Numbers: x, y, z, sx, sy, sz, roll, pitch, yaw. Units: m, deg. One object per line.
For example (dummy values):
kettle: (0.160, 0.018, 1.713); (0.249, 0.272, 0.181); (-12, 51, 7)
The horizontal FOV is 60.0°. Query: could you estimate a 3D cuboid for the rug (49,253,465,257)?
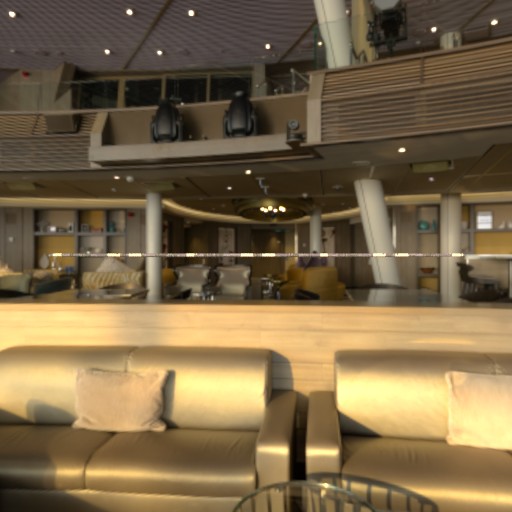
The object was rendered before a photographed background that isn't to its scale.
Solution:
rug: (0.000, 0.000, 2.900); (1.676, 0.013, 2.261); (0, 0, 0)
